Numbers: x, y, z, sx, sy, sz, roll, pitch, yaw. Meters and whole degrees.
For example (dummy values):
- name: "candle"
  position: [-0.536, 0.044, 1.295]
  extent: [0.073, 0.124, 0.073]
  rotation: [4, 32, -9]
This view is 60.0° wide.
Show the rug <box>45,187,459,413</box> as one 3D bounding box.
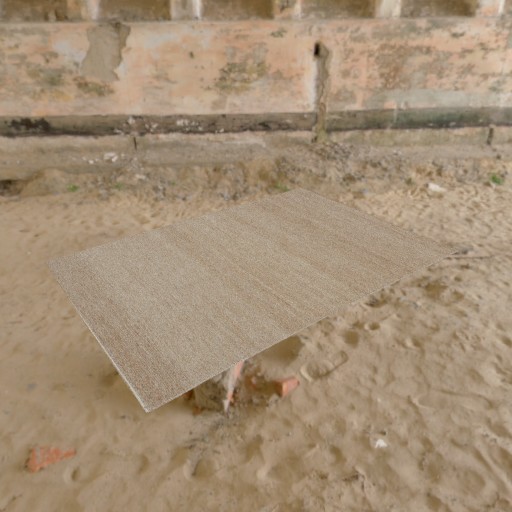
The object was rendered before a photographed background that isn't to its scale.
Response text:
- name: "rug"
  position: [0.000, 0.000, 3.008]
  extent: [2.346, 0.029, 1.574]
  rotation: [-20, 35, -32]
